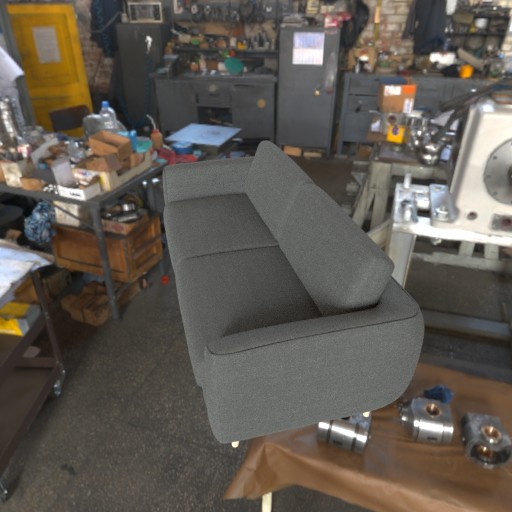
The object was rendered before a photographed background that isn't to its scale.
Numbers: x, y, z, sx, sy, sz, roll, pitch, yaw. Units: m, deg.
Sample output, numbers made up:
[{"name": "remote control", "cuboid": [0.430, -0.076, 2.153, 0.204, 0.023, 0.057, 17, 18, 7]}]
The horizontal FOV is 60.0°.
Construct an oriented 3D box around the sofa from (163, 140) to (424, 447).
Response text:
[{"name": "sofa", "cuboid": [0.000, 0.000, 2.475, 0.920, 0.850, 2.000, -8, 32, -13]}]
